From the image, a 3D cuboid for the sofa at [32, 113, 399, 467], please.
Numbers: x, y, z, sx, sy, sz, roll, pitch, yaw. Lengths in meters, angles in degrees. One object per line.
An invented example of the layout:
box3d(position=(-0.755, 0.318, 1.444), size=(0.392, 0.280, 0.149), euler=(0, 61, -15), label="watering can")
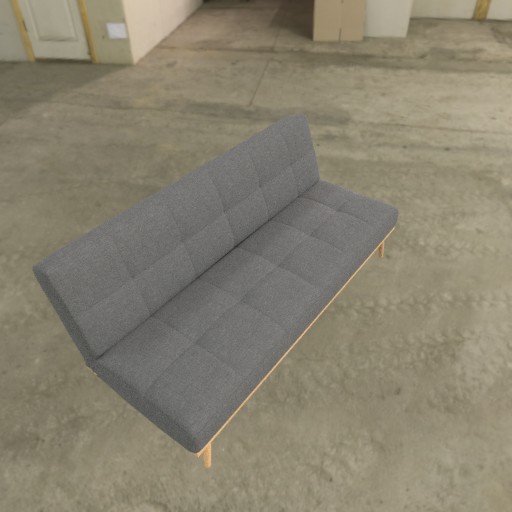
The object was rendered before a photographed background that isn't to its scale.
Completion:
box3d(position=(0.000, 0.000, 2.262), size=(0.820, 0.770, 1.820), euler=(26, 47, 27), label="sofa")
